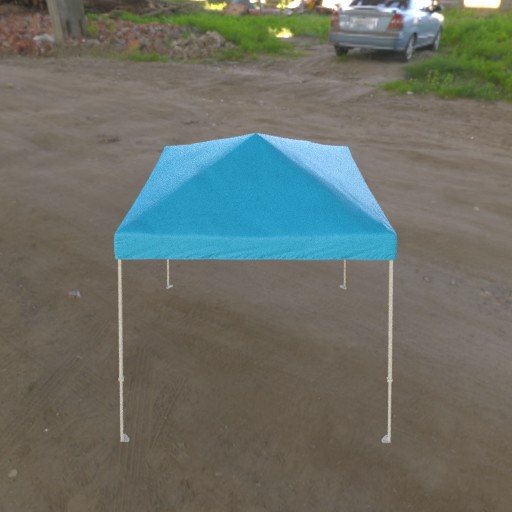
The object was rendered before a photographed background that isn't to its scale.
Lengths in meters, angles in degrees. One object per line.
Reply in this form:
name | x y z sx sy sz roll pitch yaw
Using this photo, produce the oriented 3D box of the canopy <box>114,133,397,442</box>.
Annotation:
canopy | 0.000 0.000 6.493 3.599 3.600 3.600 0 31 0
